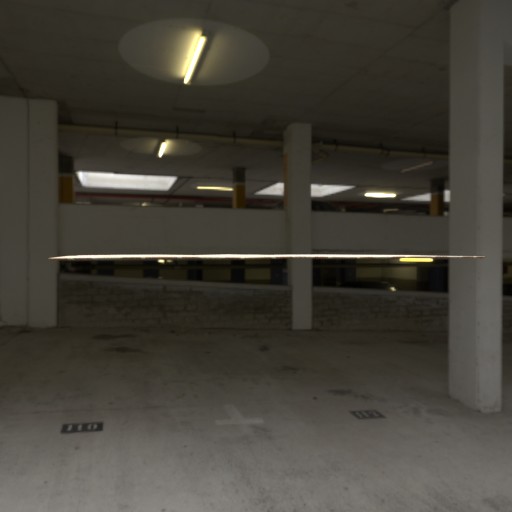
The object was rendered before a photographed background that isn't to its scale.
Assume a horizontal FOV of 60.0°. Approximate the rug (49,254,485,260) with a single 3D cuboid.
[{"bbox_3d":[0.000,0.000,2.221,1.761,0.013,1.152,0,1,-17],"label":"rug"}]
